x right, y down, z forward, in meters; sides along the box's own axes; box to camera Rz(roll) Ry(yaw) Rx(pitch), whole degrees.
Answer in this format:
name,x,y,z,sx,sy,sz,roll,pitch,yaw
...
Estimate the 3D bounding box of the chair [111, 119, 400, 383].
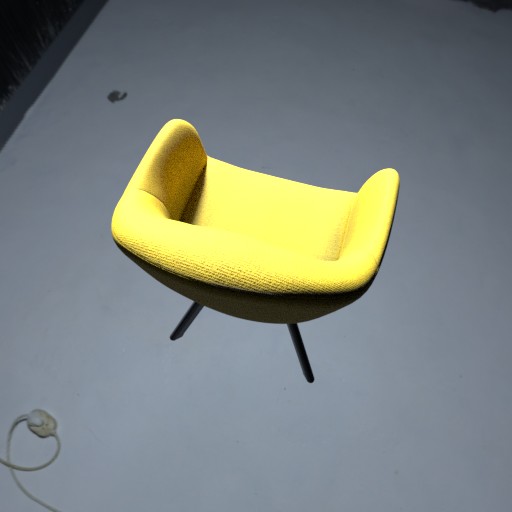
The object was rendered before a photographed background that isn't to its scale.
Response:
name,x,y,z,sx,sy,sz,roll,pitch,yaw
chair,0.000,0.000,1.167,0.590,0.795,0.550,15,63,8
